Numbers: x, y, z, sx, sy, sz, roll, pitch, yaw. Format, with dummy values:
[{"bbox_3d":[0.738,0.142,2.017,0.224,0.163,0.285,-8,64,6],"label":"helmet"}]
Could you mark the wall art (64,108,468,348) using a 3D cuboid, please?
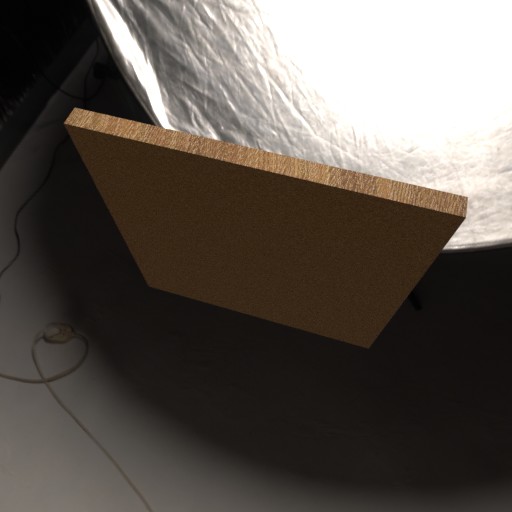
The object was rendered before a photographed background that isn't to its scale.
[{"bbox_3d":[0.000,0.000,0.915,0.611,0.608,0.042,15,63,8],"label":"wall art"}]
